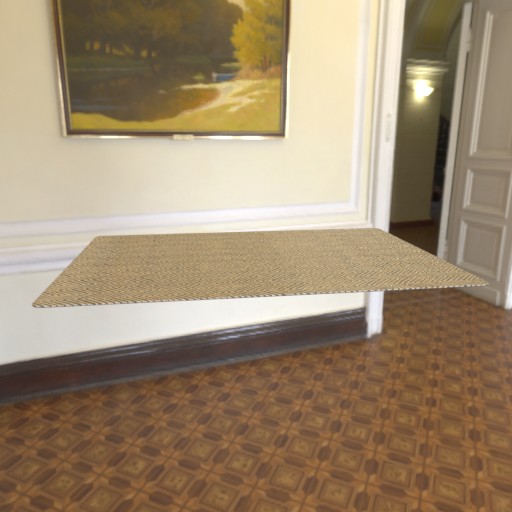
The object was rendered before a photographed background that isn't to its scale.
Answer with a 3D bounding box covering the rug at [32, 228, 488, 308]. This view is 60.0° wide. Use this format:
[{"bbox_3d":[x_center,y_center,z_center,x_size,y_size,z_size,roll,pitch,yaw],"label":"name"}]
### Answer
[{"bbox_3d":[0.000,0.000,2.202,1.752,0.008,1.144,-2,15,-8],"label":"rug"}]
